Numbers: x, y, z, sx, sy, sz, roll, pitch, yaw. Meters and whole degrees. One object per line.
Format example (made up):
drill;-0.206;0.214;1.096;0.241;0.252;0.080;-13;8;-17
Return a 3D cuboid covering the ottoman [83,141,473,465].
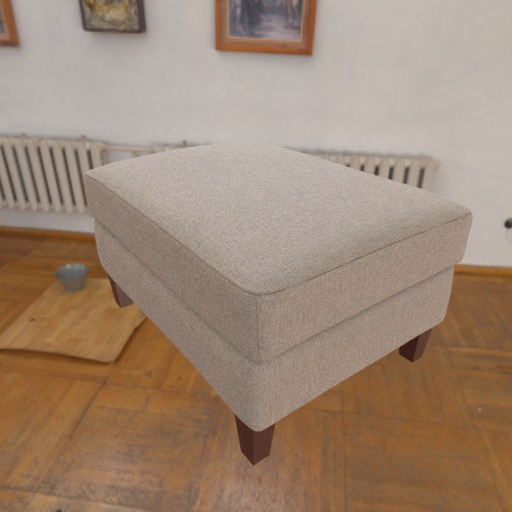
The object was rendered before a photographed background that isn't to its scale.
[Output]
ottoman;0.000;0.000;1.280;0.677;0.519;0.898;-19;33;-32
